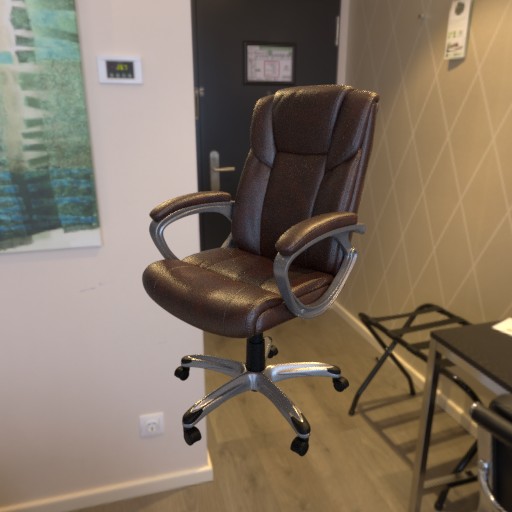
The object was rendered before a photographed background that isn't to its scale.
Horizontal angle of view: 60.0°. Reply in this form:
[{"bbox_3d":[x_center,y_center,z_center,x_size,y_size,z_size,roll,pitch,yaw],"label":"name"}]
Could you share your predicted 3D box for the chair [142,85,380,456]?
[{"bbox_3d":[0.000,0.000,1.529,0.656,1.128,0.692,16,23,41],"label":"chair"}]
